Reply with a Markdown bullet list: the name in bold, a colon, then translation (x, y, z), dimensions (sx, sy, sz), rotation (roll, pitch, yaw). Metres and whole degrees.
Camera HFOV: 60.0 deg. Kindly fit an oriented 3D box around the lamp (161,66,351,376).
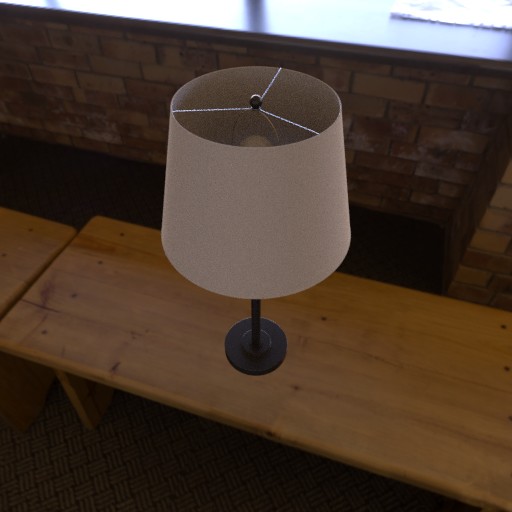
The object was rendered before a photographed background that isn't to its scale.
- **lamp**: translation (0.000, 0.000, 0.920), dimensions (0.363, 0.696, 0.363), rotation (0, 46, 0)
